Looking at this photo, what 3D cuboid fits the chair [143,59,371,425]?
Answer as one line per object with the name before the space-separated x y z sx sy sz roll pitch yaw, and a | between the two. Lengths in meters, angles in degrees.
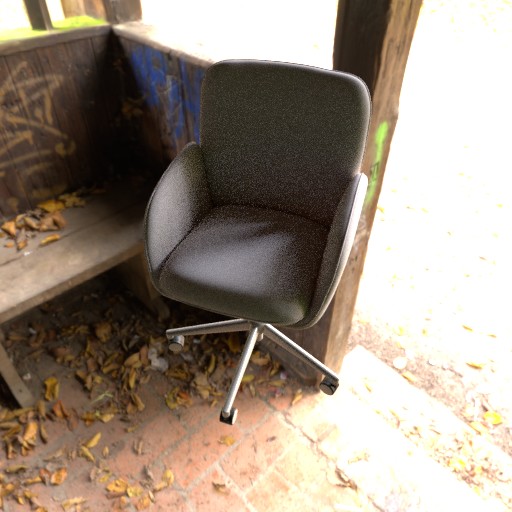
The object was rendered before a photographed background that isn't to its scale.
chair | 0.000 0.000 1.353 0.648 0.959 0.633 12 43 14
